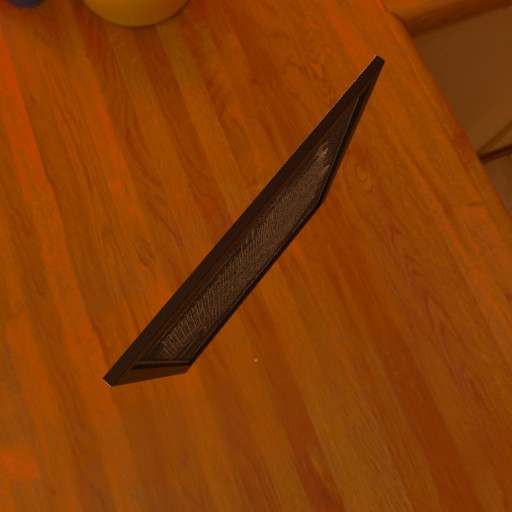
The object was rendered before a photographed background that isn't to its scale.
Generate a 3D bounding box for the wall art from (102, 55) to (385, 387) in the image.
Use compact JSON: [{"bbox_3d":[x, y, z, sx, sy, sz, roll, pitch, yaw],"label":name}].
[{"bbox_3d":[0.000,0.000,0.687,0.012,0.458,0.457,38,80,8],"label":"wall art"}]
